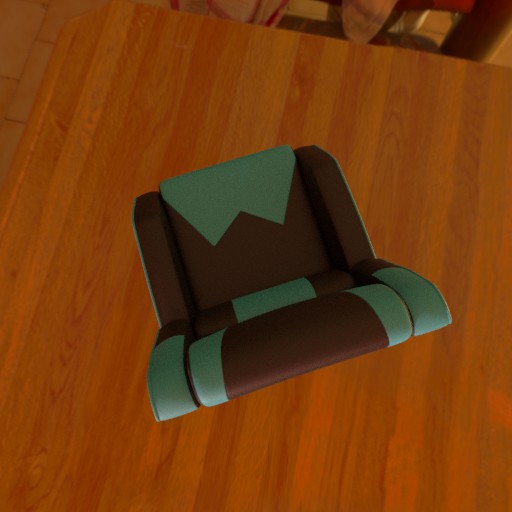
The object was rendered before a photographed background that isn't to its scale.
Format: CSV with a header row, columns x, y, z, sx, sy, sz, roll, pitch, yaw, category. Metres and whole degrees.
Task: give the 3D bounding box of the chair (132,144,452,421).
x,y,z,sx,sy,sz,roll,pitch,yaw,category
0.000,0.000,1.275,0.620,0.805,0.672,-17,77,-4,chair
